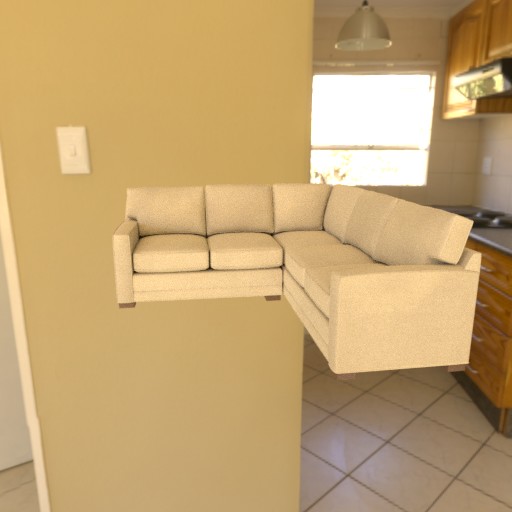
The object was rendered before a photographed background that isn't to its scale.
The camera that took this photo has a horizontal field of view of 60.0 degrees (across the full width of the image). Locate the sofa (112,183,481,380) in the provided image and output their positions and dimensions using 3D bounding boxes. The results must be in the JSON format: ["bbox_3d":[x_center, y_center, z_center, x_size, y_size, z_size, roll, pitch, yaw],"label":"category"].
[{"bbox_3d":[0.000,0.000,3.355,2.182,0.939,2.189,-2,14,-8],"label":"sofa"}]
